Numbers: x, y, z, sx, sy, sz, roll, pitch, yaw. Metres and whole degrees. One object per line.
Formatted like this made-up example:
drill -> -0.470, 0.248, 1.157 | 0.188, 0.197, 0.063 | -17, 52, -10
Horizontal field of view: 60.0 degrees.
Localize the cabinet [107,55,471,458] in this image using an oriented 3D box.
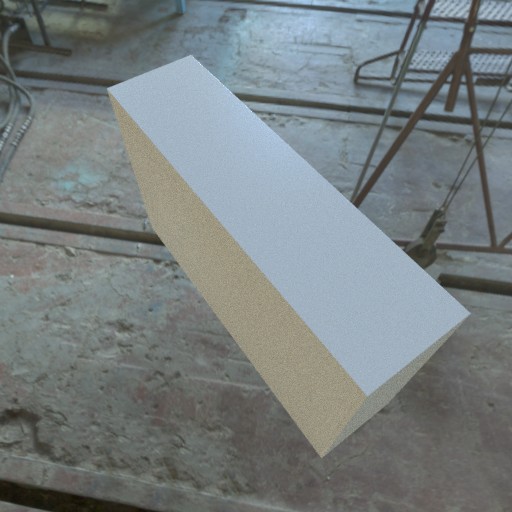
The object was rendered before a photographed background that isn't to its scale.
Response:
cabinet -> 0.000, 0.000, 1.826 | 0.380, 0.900, 1.450 | -31, 62, -19
